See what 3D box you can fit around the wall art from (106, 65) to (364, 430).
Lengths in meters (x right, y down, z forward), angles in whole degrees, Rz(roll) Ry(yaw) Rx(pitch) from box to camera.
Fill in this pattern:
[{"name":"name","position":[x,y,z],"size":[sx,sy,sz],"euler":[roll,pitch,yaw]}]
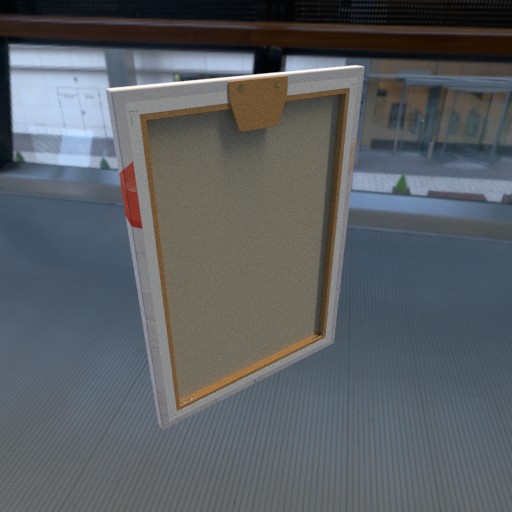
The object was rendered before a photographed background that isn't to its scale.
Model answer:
[{"name":"wall art","position":[0.000,0.000,1.117],"size":[0.613,0.848,0.036],"euler":[-19,34,-30]}]
